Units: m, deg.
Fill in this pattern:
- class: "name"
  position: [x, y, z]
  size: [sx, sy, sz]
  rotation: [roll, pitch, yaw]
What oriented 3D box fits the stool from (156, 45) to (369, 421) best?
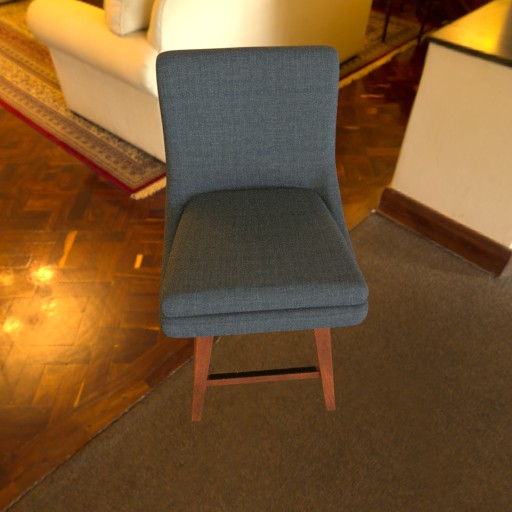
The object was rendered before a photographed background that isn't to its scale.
- class: "stool"
  position: [0.000, 0.000, 1.178]
  size: [0.467, 0.895, 0.524]
  rotation: [-3, 47, -3]
